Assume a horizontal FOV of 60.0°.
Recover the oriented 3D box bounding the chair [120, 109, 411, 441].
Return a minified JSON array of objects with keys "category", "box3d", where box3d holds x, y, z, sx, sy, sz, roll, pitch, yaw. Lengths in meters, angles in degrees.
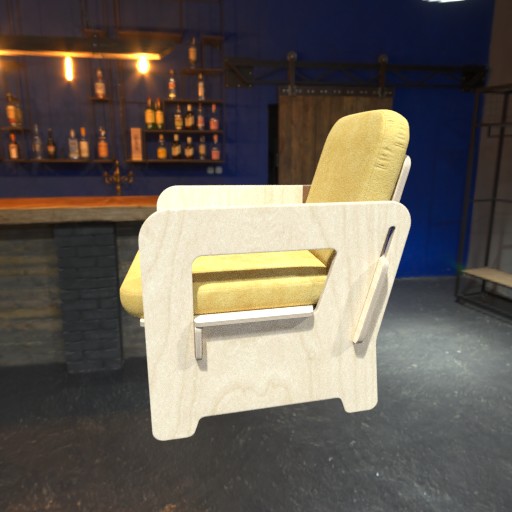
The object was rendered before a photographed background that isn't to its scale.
[{"category":"chair","box3d":[0.000,0.000,1.283,0.710,0.800,0.590,-2,14,-8]}]
